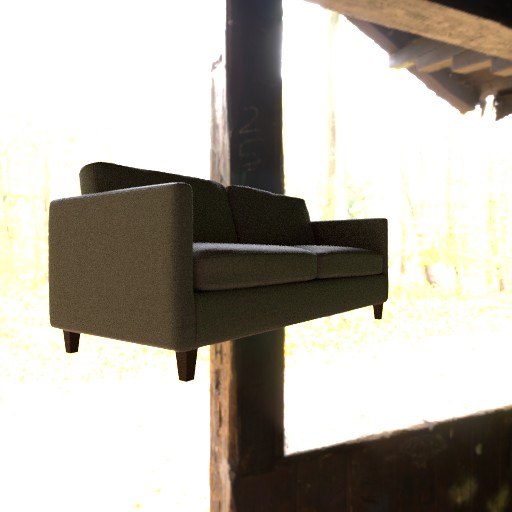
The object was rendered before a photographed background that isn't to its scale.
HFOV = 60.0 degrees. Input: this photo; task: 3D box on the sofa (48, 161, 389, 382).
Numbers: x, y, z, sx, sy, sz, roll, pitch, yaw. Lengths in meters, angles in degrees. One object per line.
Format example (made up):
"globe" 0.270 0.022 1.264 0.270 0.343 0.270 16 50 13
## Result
"sofa" 0.000 0.000 2.774 0.956 0.963 2.208 0 0 37
